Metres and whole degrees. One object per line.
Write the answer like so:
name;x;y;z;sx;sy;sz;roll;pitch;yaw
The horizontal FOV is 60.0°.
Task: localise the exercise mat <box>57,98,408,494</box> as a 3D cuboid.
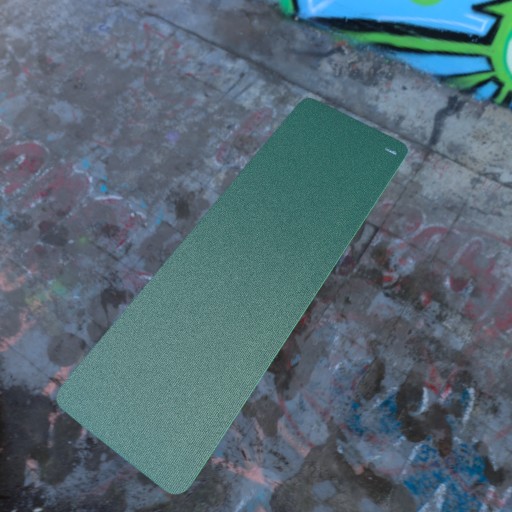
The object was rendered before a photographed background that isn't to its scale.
exercise mat;0.000;0.000;1.939;0.616;0.021;1.869;31;68;14
